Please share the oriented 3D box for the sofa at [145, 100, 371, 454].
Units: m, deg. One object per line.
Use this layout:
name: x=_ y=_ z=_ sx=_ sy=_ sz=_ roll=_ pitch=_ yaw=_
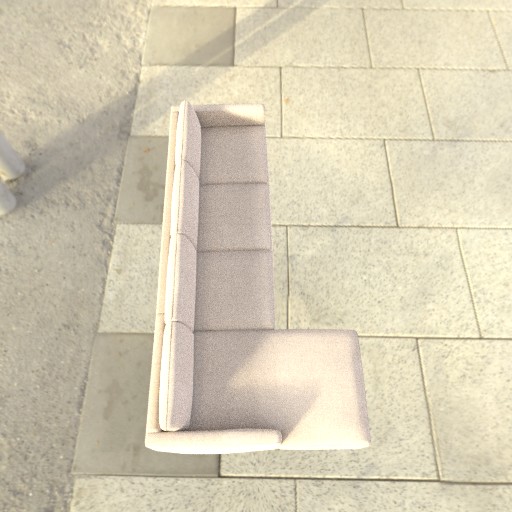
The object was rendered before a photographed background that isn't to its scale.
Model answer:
sofa: x=0.000 y=0.000 z=3.604 sx=1.469 sy=0.816 sz=2.923 roll=-1 pitch=63 yaw=-1
